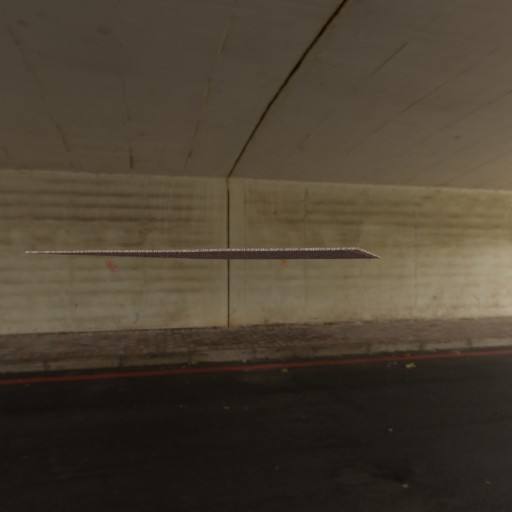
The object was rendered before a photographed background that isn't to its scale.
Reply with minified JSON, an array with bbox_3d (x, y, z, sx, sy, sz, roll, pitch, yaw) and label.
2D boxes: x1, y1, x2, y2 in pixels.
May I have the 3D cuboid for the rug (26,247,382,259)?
[{"bbox_3d":[0.000,0.000,2.350,1.225,0.013,1.840,0,-1,18],"label":"rug"}]
